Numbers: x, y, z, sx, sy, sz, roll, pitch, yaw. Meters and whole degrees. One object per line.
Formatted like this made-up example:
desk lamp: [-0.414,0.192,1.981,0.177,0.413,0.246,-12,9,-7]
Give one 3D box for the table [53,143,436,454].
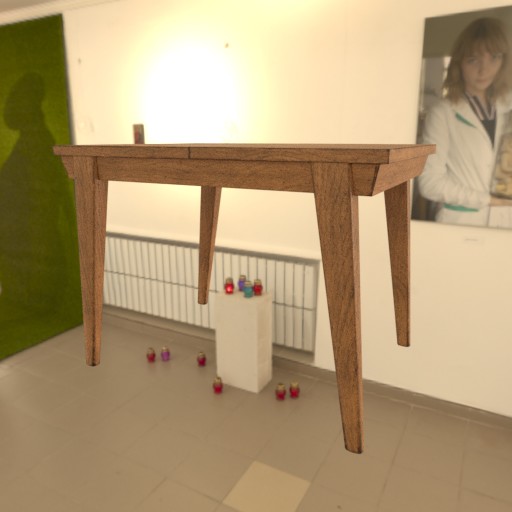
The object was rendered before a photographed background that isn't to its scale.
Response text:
table: [0.000,0.000,1.561,1.027,0.760,0.757,8,17,27]
